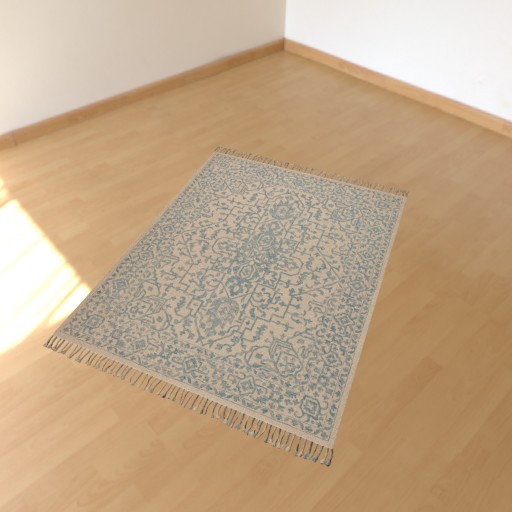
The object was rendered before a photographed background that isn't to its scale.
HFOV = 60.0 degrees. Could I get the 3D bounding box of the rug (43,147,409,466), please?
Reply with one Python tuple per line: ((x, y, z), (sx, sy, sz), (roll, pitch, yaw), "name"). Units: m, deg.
((0.000, 0.000, 4.383), (2.464, 0.010, 3.327), (17, 48, 16), "rug")
